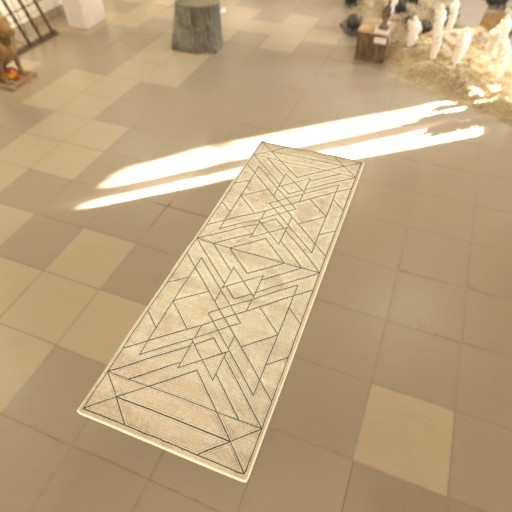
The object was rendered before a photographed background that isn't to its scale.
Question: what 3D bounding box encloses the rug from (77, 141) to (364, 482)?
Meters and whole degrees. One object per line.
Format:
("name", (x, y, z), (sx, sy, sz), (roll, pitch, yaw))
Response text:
("rug", (0.000, 0.000, 2.651), (0.831, 0.036, 2.381), (16, 49, 14))
